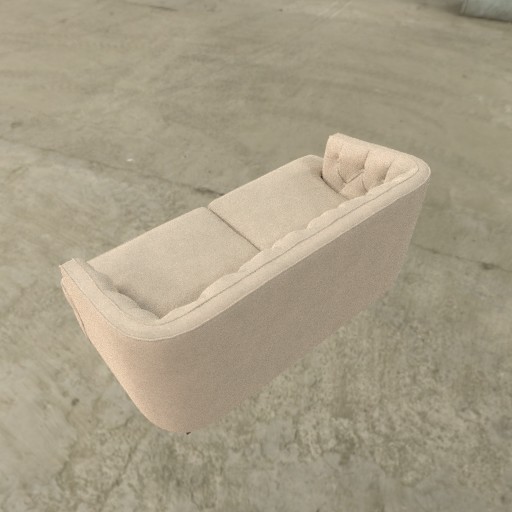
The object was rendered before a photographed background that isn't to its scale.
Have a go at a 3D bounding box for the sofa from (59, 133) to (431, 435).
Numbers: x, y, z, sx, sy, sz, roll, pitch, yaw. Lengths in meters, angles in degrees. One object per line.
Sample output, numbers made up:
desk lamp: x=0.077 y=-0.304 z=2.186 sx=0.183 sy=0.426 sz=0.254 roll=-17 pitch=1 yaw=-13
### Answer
sofa: x=0.000 y=0.000 z=2.290 sx=1.731 sy=0.878 sz=0.940 roll=-31 pitch=52 yaw=-27
